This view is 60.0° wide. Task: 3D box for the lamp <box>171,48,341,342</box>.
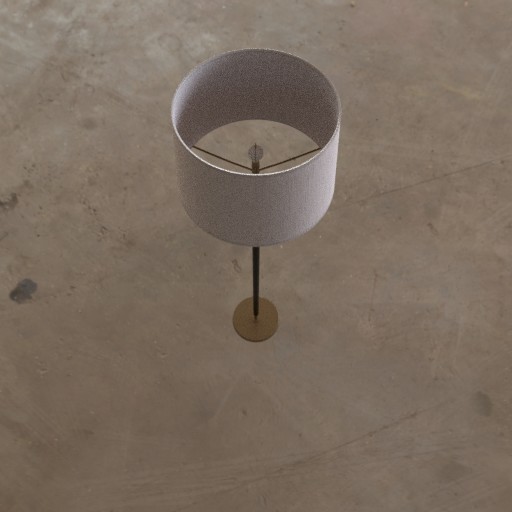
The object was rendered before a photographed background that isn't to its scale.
[{"bbox_3d":[0.000,0.000,1.608,0.420,1.447,0.420,0,63,0],"label":"lamp"}]
